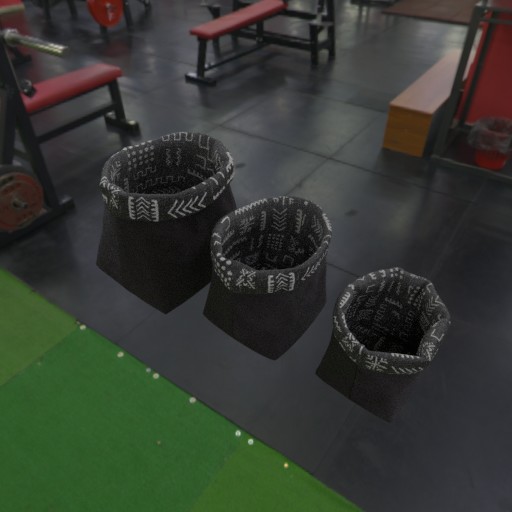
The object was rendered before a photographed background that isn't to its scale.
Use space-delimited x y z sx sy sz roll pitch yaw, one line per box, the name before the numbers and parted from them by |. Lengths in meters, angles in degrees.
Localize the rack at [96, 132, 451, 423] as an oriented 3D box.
rack | 0.000 0.000 1.073 0.905 0.323 0.379 27 48 27
